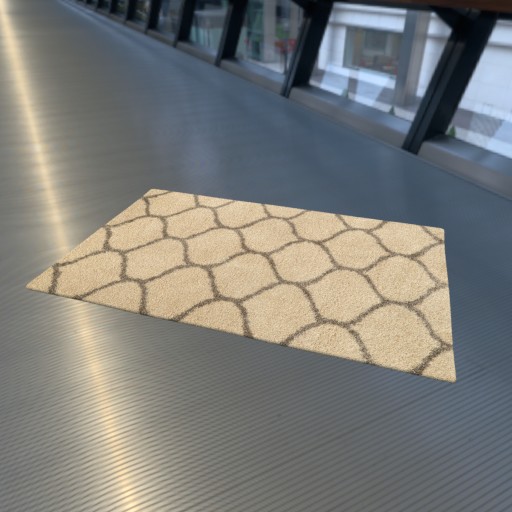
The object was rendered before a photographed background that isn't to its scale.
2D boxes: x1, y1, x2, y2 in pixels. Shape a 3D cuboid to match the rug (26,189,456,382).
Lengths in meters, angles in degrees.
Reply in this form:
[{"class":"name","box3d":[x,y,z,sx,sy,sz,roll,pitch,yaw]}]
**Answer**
[{"class":"rug","box3d":[0.000,0.000,2.877,2.348,0.024,1.501,10,33,15]}]
